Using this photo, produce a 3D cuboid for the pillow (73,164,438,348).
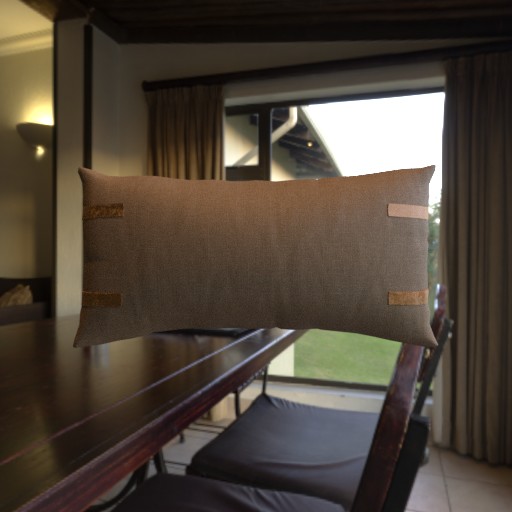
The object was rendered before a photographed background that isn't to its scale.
[{"bbox_3d":[0.000,0.000,0.742,0.612,0.308,0.148,0,1,0],"label":"pillow"}]
